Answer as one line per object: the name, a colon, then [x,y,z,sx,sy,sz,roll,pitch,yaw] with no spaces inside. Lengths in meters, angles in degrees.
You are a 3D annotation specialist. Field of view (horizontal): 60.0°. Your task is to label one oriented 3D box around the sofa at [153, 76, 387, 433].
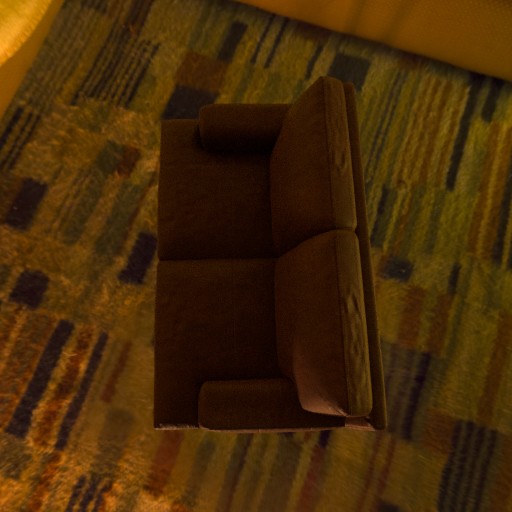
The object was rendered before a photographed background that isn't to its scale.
sofa: [0.000,0.000,2.479,1.143,0.939,1.880,-2,75,0]
